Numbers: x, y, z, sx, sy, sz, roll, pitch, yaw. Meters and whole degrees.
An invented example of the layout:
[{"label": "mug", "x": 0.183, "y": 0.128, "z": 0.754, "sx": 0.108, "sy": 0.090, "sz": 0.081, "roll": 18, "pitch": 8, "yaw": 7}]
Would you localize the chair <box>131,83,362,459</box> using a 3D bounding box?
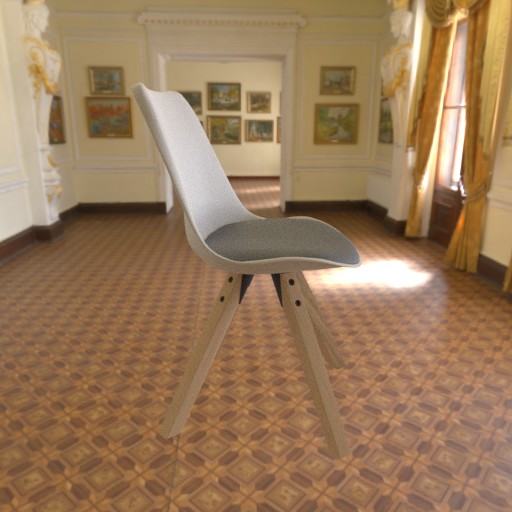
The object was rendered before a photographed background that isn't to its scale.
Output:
[{"label": "chair", "x": 0.000, "y": 0.000, "z": 1.180, "sx": 0.550, "sy": 0.850, "sz": 0.485, "roll": 2, "pitch": 16, "yaw": 9}]
